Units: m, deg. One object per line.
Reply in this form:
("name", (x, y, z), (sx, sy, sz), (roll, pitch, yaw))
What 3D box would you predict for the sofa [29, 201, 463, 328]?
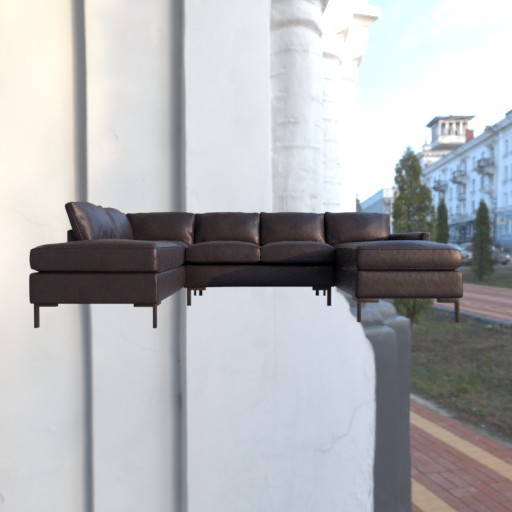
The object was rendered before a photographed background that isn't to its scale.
("sofa", (0.000, 0.000, 3.818), (2.956, 0.900, 1.939), (0, 1, 0))
